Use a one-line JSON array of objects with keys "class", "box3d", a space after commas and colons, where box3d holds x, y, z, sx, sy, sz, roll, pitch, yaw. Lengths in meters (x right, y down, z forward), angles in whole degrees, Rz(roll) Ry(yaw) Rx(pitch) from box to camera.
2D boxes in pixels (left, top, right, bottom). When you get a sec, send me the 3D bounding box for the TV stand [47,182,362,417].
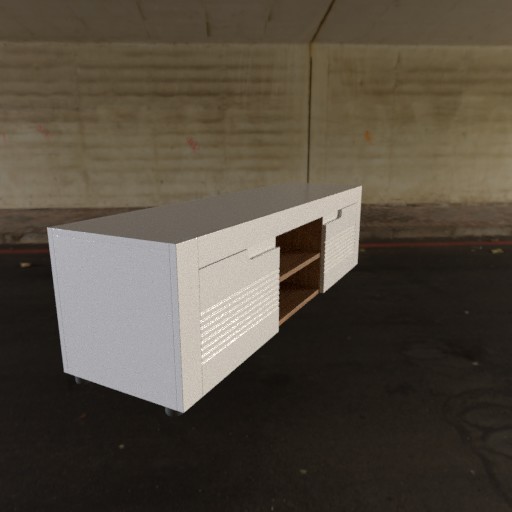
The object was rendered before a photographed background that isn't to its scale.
[{"class": "TV stand", "box3d": [0.000, 0.000, 1.733, 0.410, 0.440, 1.500, 7, 16, 27]}]
